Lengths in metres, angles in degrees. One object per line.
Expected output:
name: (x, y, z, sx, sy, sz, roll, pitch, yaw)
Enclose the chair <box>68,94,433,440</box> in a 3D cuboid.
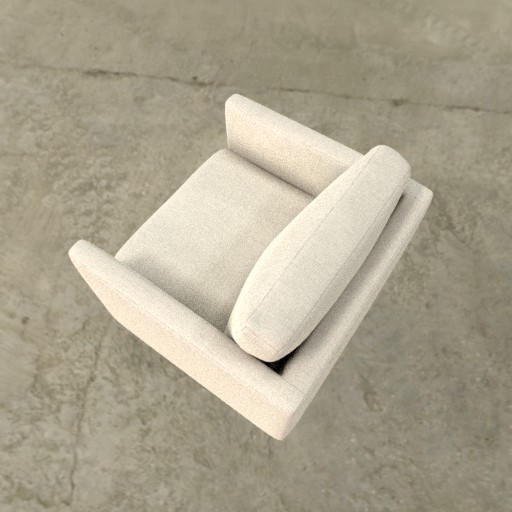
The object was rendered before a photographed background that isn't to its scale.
chair: (0.000, 0.000, 1.787, 0.959, 0.919, 0.996, 32, 66, 16)
